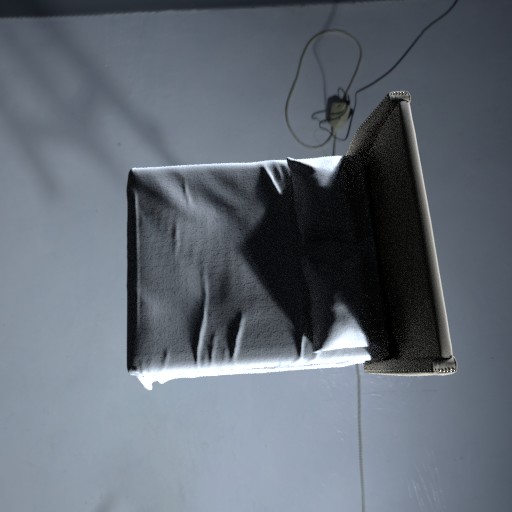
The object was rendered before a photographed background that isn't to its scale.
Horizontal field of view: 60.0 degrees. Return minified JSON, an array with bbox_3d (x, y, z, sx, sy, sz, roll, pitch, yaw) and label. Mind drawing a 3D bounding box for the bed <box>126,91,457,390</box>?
[{"bbox_3d":[0.000,0.000,3.443,2.276,1.332,1.925,-4,76,-1],"label":"bed"}]
